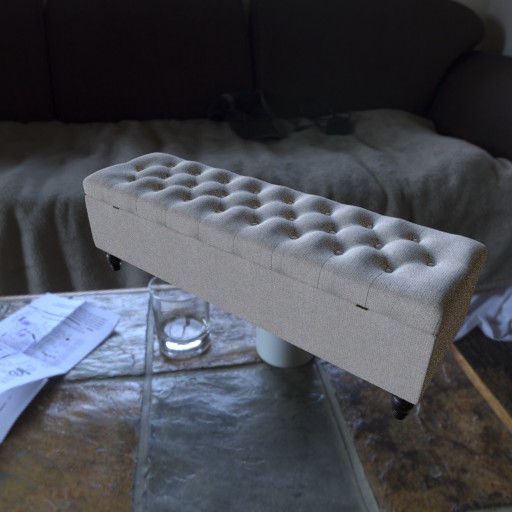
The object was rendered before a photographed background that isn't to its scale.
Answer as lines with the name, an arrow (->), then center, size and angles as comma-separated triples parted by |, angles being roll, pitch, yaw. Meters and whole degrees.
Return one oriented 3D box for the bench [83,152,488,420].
bench -> 0.000, 0.000, 1.693 | 1.480, 0.467, 0.455 | 21, 37, 31
